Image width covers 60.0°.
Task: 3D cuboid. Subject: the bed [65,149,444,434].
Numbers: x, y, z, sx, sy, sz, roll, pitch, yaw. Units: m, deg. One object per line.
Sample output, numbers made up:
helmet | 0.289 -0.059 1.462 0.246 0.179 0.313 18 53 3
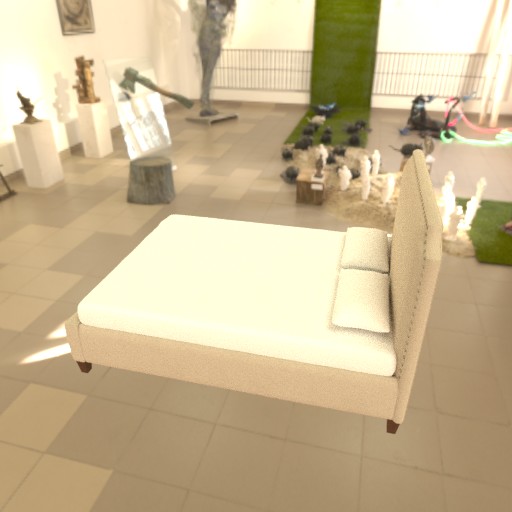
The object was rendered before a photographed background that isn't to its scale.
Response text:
bed | 0.000 0.000 3.432 2.372 1.443 1.713 7 30 12
